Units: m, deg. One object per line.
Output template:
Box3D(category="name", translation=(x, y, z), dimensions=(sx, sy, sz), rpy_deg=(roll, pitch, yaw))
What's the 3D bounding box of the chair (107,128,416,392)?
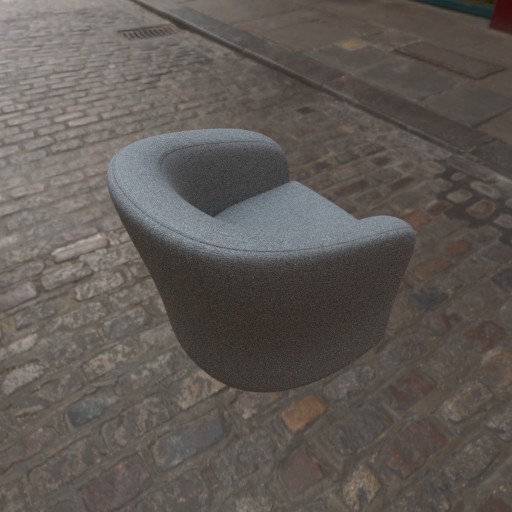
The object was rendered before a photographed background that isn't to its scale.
Box3D(category="chair", translation=(0.000, 0.000, 1.498), dimensions=(0.815, 0.771, 0.791), rpy_deg=(-25, 47, -26))
